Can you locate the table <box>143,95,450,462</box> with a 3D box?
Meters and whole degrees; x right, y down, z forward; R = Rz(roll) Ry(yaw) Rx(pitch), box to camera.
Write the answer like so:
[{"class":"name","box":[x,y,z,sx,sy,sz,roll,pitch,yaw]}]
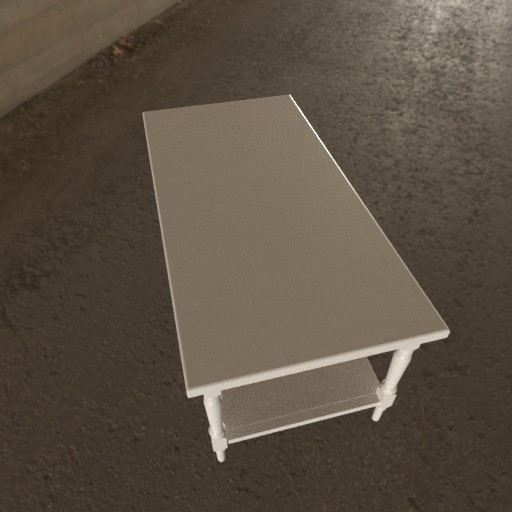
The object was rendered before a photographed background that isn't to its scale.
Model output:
[{"class":"table","box":[0.000,0.000,1.426,0.550,0.510,1.107,-10,46,-10]}]
